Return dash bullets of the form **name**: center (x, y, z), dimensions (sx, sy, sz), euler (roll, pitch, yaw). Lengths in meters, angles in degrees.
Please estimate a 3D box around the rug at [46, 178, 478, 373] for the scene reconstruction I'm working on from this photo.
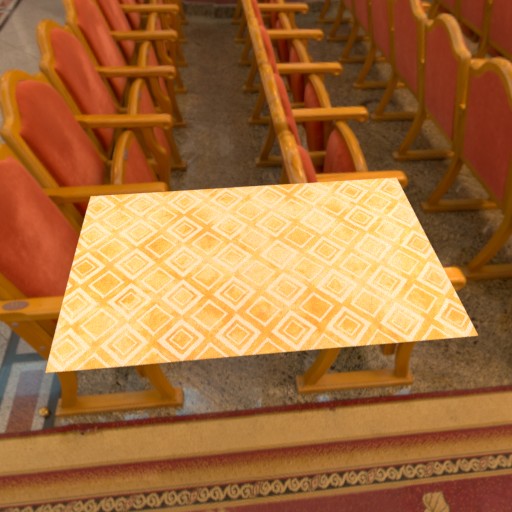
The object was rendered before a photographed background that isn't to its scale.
- **rug**: center (0.000, 0.000, 2.978), dimensions (2.424, 0.010, 1.511), euler (-4, 46, -4)
